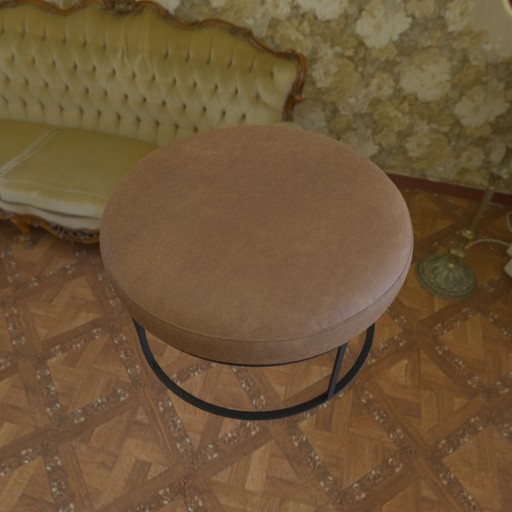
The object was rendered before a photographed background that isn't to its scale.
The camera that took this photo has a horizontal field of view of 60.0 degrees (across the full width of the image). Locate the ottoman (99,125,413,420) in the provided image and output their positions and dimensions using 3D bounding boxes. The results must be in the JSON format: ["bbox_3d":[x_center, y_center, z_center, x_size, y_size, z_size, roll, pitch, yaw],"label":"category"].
[{"bbox_3d":[0.000,0.000,1.229,0.771,0.460,0.771,0,47,0],"label":"ottoman"}]
